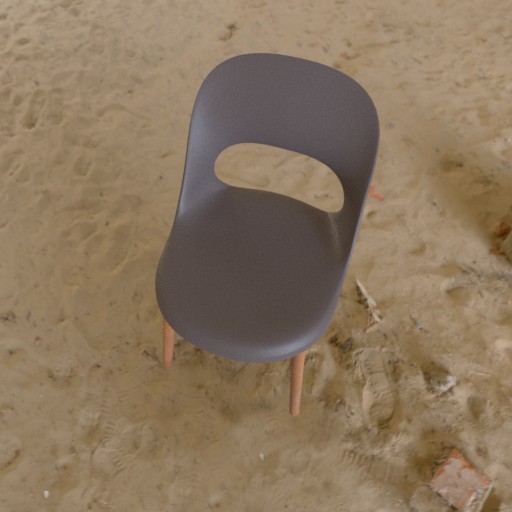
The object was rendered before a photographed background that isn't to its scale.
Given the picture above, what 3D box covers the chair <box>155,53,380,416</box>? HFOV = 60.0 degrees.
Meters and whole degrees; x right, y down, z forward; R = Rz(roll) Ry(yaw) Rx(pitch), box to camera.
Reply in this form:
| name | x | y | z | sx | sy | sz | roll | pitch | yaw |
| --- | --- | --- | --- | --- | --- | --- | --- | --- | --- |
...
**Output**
| name | x | y | z | sx | sy | sz | roll | pitch | yaw |
| --- | --- | --- | --- | --- | --- | --- | --- | --- | --- |
| chair | 0.000 | 0.000 | 1.159 | 0.470 | 0.794 | 0.556 | 17 | 60 | 10 |
